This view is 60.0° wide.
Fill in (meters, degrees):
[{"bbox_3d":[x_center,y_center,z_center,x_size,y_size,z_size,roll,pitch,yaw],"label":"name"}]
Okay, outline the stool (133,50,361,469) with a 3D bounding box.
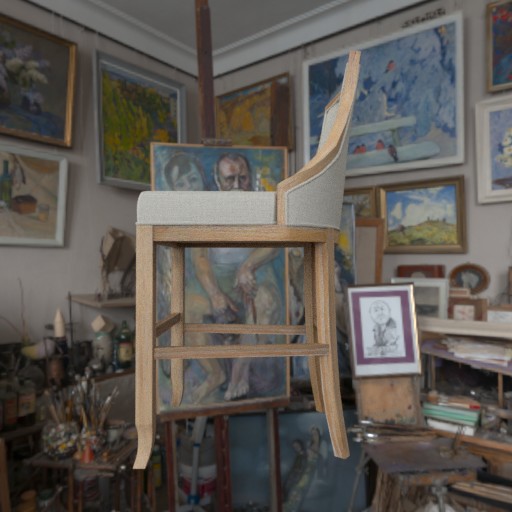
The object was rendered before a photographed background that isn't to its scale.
[{"bbox_3d":[0.000,0.000,1.399,0.626,1.101,0.524,0,-1,0],"label":"stool"}]
